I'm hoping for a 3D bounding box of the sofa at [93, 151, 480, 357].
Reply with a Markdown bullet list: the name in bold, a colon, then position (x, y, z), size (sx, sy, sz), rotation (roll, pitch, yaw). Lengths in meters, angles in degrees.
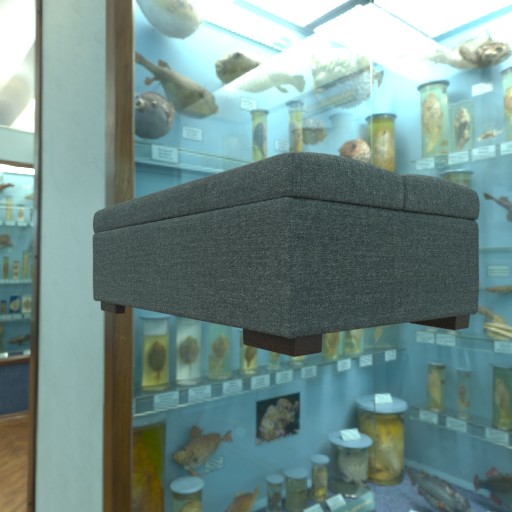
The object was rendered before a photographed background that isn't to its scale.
- **sofa**: position (0.000, 0.000, 1.542), size (0.782, 0.417, 1.198), rotation (1, -2, -37)
